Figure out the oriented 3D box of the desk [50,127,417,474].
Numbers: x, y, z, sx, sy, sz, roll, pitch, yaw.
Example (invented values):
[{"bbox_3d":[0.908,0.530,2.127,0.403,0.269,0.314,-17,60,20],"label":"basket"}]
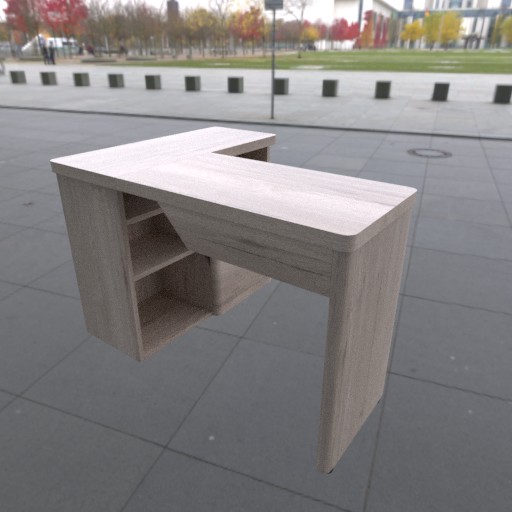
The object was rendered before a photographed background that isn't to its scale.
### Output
[{"bbox_3d":[0.000,0.000,1.737,1.169,0.760,0.900,18,31,32],"label":"desk"}]
